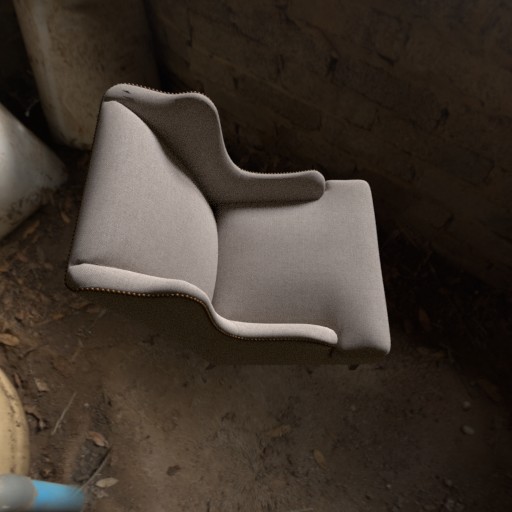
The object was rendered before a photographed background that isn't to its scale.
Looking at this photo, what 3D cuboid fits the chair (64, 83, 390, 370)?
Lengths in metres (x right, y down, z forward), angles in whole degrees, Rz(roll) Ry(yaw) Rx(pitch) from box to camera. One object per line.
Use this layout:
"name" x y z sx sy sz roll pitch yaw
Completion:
"chair" 0.000 0.000 1.639 0.940 1.029 0.737 0 64 0
